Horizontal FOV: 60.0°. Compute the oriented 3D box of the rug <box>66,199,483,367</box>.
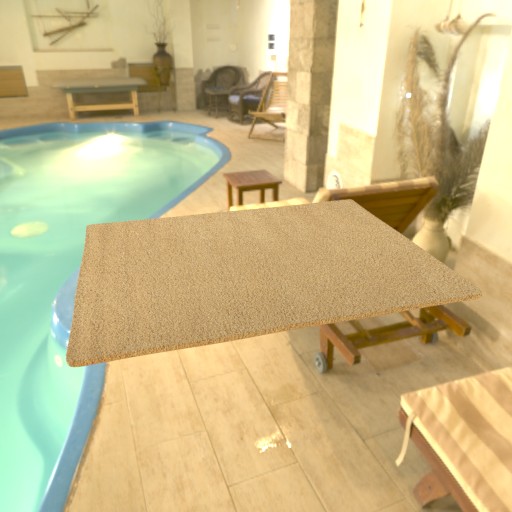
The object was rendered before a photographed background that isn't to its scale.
[{"bbox_3d":[0.000,0.000,2.119,1.600,0.025,1.199,-7,27,-14],"label":"rug"}]
